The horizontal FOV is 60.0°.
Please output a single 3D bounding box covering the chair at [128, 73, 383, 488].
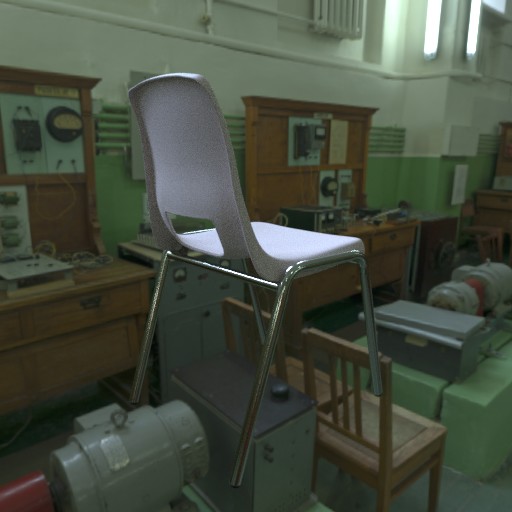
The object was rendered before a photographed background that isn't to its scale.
[{"bbox_3d":[0.000,0.000,0.911,0.436,0.653,0.381,-13,18,-42],"label":"chair"}]
